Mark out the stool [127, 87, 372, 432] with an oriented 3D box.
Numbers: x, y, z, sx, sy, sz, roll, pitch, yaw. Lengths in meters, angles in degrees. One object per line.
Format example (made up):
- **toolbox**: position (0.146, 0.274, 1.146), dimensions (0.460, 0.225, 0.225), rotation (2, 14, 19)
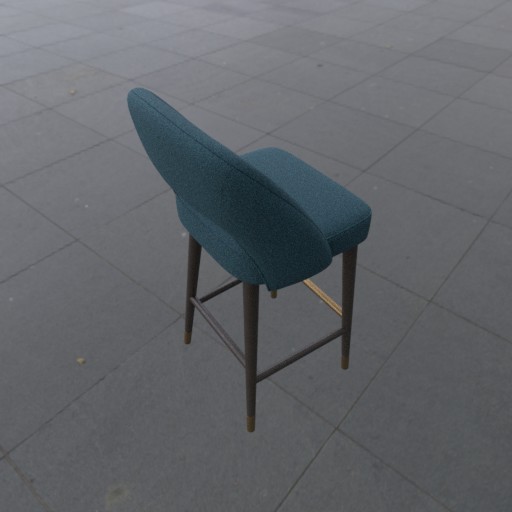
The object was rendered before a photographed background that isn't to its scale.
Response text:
- **stool**: position (0.000, 0.000, 1.328), dimensions (0.522, 1.032, 0.536), rotation (-25, 47, -26)
